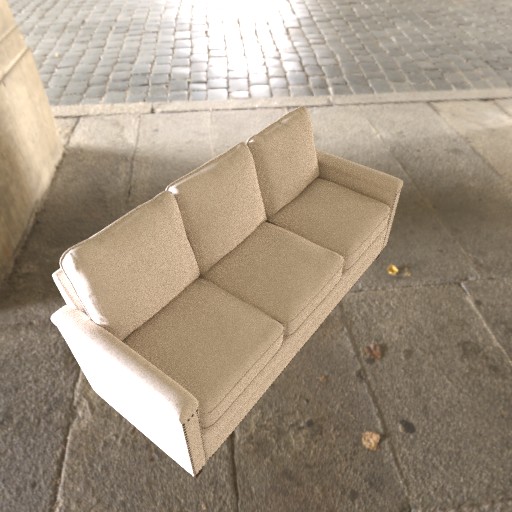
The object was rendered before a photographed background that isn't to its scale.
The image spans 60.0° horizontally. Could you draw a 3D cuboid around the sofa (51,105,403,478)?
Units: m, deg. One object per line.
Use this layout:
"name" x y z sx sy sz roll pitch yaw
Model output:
"sofa" 0.000 0.000 2.376 0.828 0.961 1.925 27 49 27
